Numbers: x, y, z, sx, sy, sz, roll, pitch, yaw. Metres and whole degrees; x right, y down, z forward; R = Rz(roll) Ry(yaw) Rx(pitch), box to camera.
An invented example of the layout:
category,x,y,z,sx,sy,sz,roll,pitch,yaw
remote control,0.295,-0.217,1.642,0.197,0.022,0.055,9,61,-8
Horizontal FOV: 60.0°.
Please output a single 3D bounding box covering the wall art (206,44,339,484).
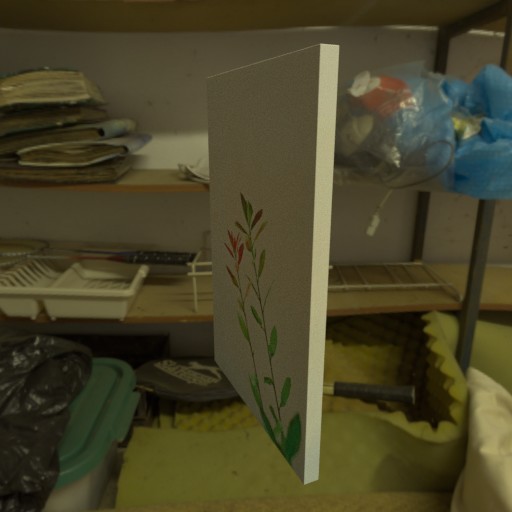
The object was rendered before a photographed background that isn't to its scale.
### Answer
category,x,y,z,sx,sy,sz,roll,pitch,yaw
wall art,0.000,0.000,1.152,0.039,0.915,0.612,-7,18,-23
